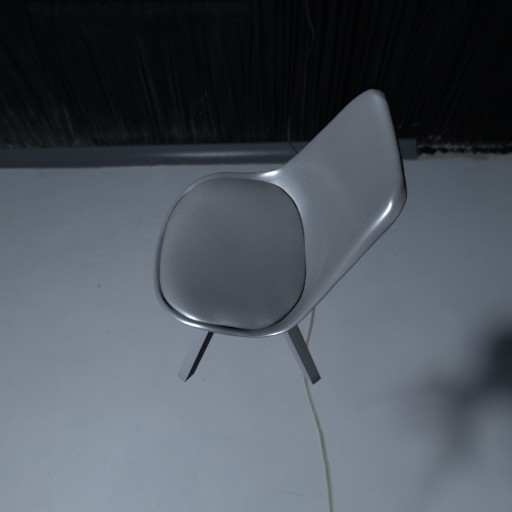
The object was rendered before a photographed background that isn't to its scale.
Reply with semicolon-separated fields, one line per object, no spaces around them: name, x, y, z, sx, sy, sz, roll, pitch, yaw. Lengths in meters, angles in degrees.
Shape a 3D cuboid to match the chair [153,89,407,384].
chair;0.000;0.000;1.164;0.530;0.850;0.485;1;60;0
